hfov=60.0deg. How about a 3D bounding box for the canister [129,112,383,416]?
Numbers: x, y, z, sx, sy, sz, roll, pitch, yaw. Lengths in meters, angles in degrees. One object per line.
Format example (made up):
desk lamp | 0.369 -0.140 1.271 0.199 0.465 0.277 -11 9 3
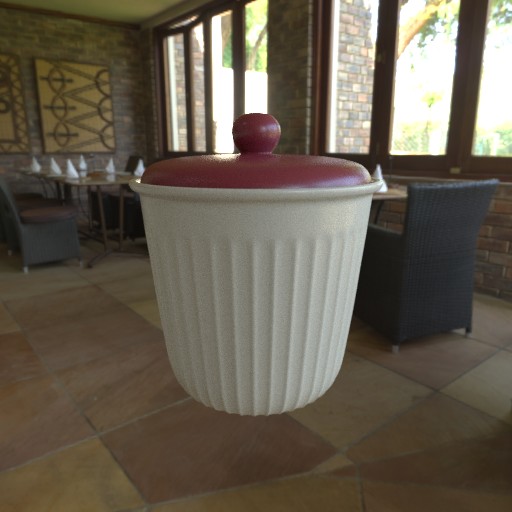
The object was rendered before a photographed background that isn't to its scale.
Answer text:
canister | 0.000 0.000 0.341 0.181 0.211 0.181 0 14 0
